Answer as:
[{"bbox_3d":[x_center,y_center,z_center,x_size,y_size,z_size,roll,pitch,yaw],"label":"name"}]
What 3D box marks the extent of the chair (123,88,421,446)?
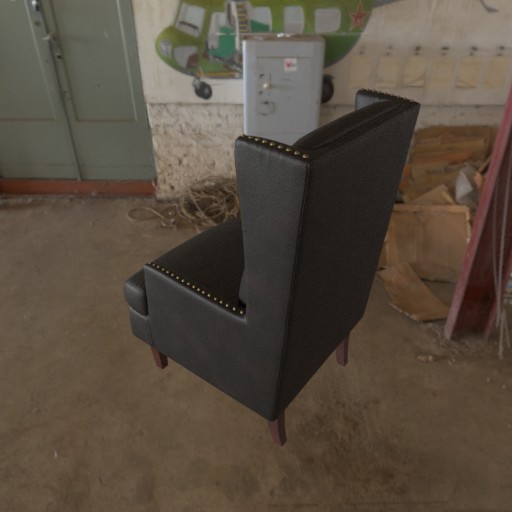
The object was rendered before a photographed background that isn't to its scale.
[{"bbox_3d":[0.000,0.000,1.653,0.799,1.142,0.703,22,38,30],"label":"chair"}]
